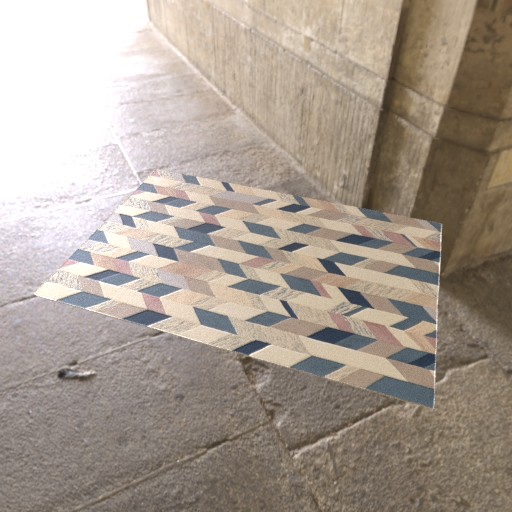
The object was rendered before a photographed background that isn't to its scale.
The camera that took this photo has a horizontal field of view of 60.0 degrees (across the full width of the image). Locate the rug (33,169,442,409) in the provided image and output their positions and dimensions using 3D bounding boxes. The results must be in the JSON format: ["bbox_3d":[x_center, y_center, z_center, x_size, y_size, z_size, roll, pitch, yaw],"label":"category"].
[{"bbox_3d":[0.000,0.000,2.290,1.813,0.006,1.202,13,43,14],"label":"rug"}]
